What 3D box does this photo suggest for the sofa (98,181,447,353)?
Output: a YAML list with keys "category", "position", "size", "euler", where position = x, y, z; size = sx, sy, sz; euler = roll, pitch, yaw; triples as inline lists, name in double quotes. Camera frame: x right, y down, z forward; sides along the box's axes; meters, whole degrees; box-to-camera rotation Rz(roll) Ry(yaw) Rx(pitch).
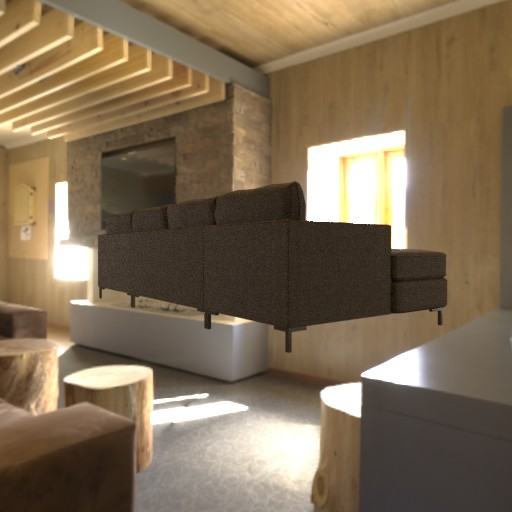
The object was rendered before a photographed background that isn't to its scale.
- category: "sofa"
  position: [0.000, 0.000, 4.352]
  size: [2.048, 0.999, 3.423]
  euler: [-1, 1, -37]
